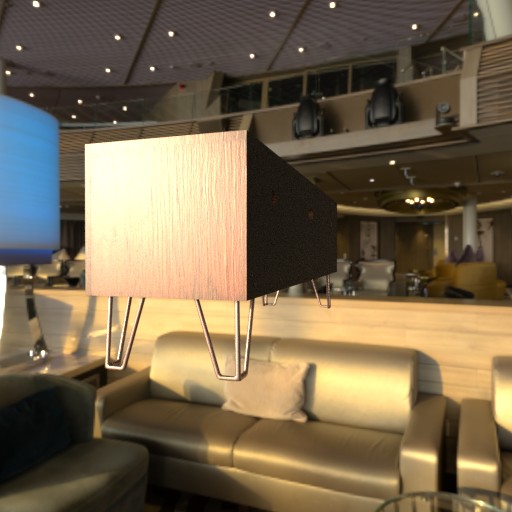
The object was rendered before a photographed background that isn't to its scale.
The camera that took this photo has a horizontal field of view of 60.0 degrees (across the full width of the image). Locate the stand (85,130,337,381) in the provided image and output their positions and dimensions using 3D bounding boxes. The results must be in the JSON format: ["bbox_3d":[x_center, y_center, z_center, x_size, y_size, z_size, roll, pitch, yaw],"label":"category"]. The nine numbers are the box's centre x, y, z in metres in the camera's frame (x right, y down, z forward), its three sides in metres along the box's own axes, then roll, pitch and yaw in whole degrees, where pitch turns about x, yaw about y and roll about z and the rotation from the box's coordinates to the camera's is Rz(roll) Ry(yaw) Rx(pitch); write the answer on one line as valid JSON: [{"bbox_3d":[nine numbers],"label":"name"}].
[{"bbox_3d":[0.000,0.000,1.895,0.481,0.610,1.626,0,1,18],"label":"stand"}]
